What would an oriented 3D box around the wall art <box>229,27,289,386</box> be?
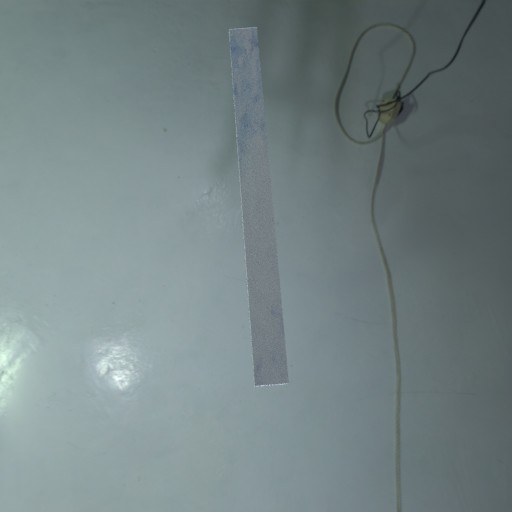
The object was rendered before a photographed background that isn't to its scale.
[{"bbox_3d":[0.000,0.000,1.106,0.048,0.874,0.583,-4,76,-1],"label":"wall art"}]
